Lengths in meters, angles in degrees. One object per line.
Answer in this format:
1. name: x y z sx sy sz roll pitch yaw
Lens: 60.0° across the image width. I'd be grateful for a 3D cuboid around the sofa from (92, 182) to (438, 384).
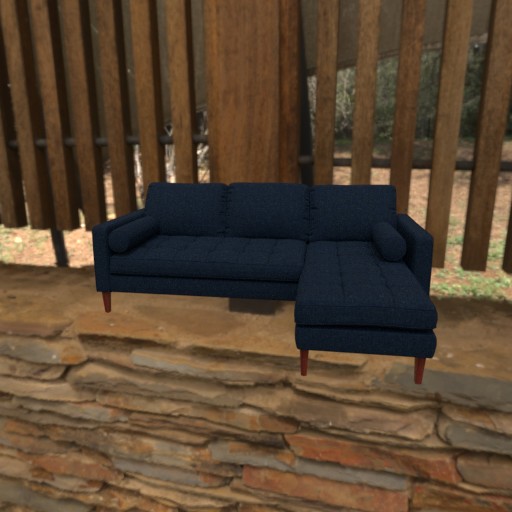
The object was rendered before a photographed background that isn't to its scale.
1. sofa: 0.000 0.000 2.900 2.185 0.841 1.613 2 15 8
